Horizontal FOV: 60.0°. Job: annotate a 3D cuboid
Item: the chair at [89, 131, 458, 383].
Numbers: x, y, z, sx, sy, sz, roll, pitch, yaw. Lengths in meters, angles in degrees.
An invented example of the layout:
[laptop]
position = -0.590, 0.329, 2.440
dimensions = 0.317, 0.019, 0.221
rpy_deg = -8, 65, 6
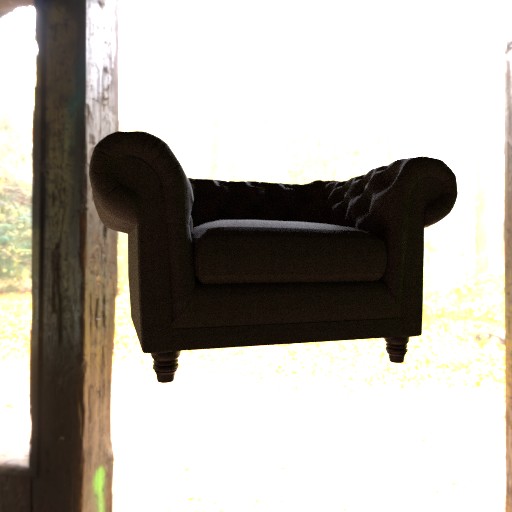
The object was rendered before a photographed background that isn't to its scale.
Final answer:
[chair]
position = 0.000, 0.000, 1.876
dimensions = 1.298, 0.780, 0.945
rpy_deg = 0, -1, -18
